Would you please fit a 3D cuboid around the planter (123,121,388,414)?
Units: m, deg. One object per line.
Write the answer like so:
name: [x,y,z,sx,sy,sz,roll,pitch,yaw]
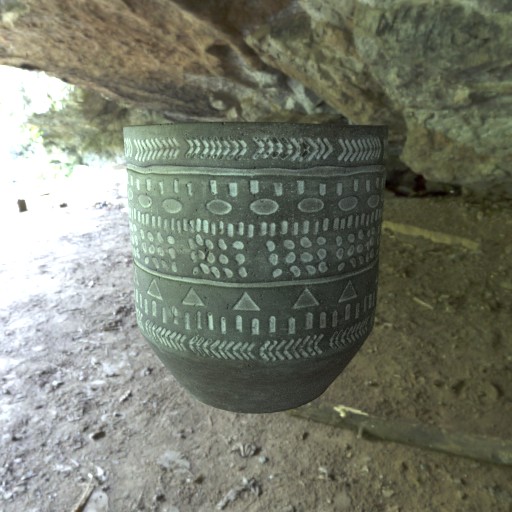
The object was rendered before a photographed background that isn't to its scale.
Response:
planter: [0.000,0.000,0.264,0.142,0.149,0.142,0,15,0]
